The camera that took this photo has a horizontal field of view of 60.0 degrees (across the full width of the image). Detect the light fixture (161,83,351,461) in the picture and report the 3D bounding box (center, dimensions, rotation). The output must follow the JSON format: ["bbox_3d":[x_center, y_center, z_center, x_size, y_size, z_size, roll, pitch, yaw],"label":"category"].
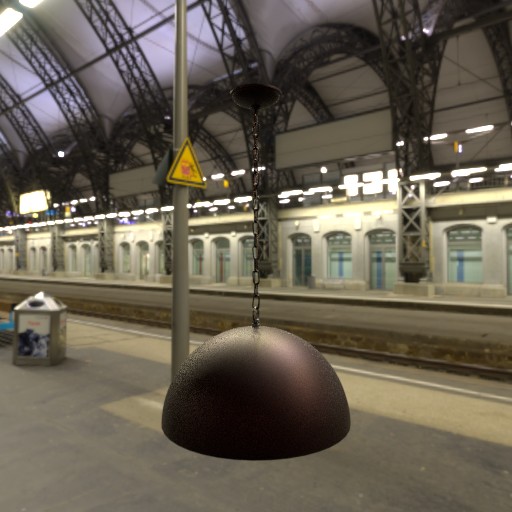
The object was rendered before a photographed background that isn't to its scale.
[{"bbox_3d":[0.000,0.000,1.182,0.492,0.869,0.492,0,-1,19],"label":"light fixture"}]
